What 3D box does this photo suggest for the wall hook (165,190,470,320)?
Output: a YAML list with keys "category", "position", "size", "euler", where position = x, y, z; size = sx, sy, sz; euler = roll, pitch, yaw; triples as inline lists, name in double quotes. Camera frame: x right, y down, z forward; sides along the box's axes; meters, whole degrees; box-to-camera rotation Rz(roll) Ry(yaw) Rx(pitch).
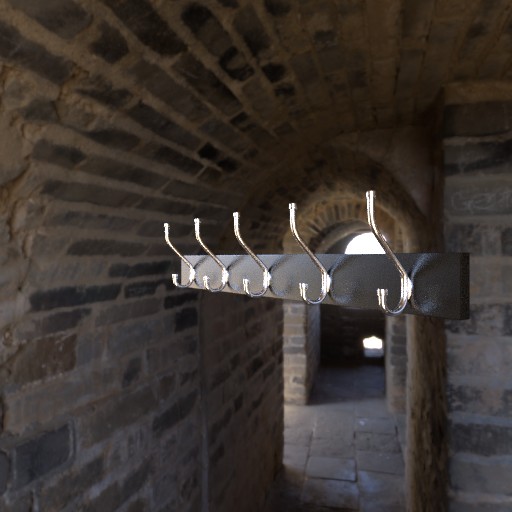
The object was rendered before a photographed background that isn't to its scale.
- category: "wall hook"
  position: [0.000, 0.000, 0.611]
  size: [0.071, 0.117, 0.571]
  euler: [0, 0, -35]
